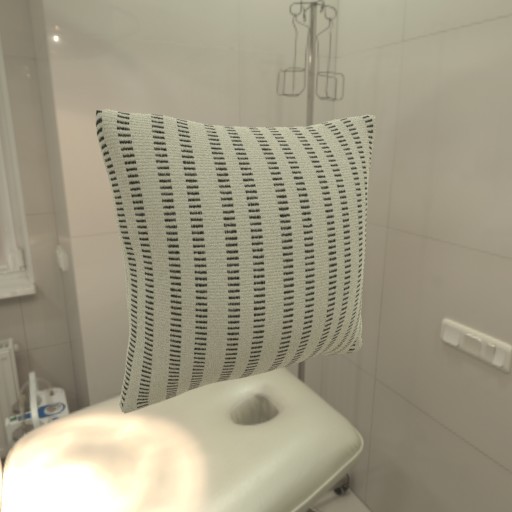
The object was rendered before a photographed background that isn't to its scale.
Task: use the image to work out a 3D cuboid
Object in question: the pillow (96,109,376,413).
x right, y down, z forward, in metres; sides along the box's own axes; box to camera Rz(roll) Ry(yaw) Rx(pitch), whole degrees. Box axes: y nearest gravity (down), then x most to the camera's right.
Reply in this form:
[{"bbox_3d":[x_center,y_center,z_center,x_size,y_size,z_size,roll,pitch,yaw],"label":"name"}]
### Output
[{"bbox_3d":[0.000,0.000,0.677,0.438,0.419,0.247,-8,17,-26],"label":"pillow"}]
